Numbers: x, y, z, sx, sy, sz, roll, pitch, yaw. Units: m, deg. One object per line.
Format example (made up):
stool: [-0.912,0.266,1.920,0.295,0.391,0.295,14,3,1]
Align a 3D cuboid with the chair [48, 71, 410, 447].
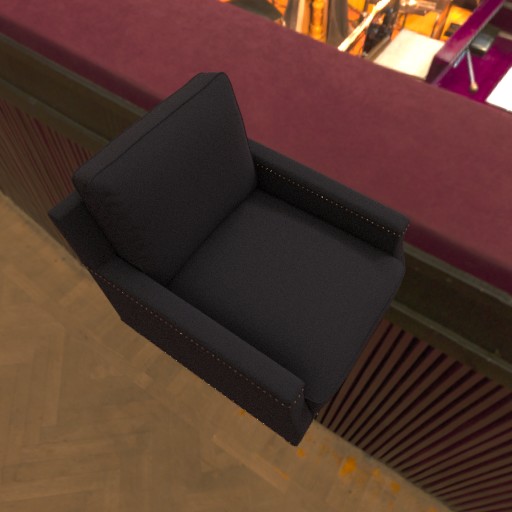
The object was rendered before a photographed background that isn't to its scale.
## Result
chair: [0.000,0.000,1.681,1.014,0.943,0.853,30,62,18]
